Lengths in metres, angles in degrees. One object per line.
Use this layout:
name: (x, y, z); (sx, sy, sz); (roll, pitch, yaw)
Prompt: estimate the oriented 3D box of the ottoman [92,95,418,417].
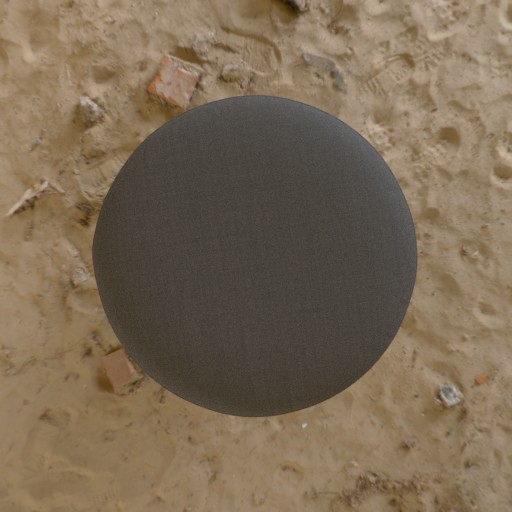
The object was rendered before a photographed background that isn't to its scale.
ottoman: (0.000, 0.000, 1.208); (0.772, 0.460, 0.772); (0, 92, 2)
